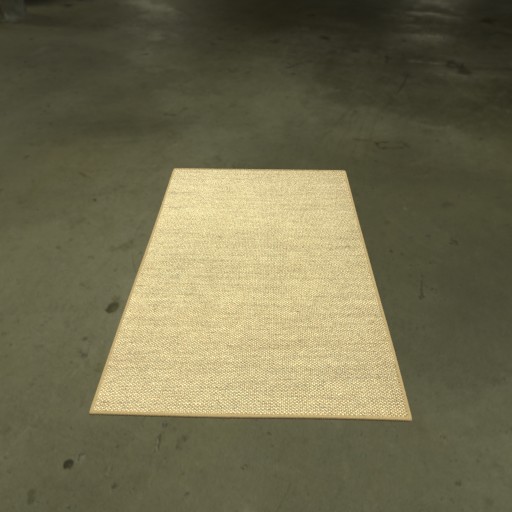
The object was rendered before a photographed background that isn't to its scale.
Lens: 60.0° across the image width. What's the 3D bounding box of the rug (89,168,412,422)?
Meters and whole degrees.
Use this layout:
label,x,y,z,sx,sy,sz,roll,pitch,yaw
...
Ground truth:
label,x,y,z,sx,sy,sz,roll,pitch,yaw
rug,0.000,0.000,2.086,1.062,0.013,1.667,1,40,1
